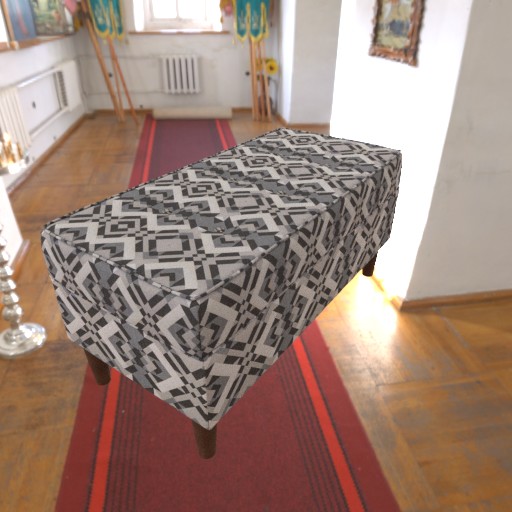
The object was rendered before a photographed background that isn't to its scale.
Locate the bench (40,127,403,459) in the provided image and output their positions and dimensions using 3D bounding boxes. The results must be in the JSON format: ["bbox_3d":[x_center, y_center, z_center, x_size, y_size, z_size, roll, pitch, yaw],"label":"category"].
[{"bbox_3d":[0.000,0.000,1.316,0.492,0.477,1.016,20,37,30],"label":"bench"}]
